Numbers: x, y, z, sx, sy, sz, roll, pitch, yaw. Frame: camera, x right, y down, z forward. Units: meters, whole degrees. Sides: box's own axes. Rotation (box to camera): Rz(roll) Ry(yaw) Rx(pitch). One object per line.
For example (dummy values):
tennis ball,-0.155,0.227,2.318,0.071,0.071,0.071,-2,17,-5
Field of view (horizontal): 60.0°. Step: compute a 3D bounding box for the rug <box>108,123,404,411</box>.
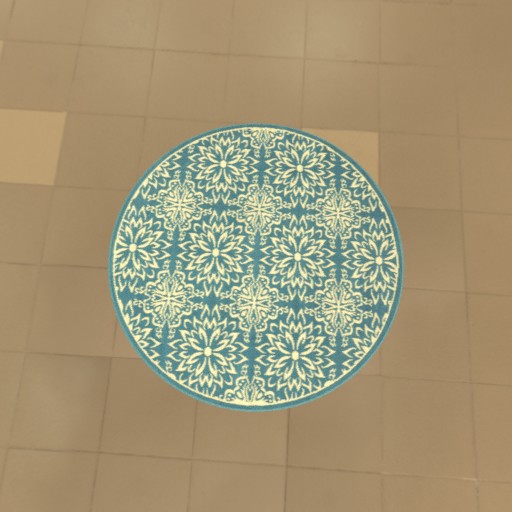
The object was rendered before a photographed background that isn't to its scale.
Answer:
rug,0.000,0.000,2.392,1.593,0.012,1.593,0,76,0
